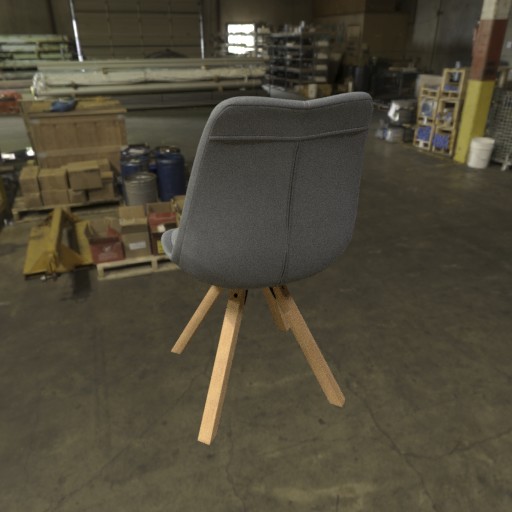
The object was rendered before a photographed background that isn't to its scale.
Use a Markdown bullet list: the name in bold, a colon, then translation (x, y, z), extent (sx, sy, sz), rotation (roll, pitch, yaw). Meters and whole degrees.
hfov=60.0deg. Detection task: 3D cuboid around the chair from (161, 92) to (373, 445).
- **chair**: translation (0.000, 0.000, 1.180), extent (0.474, 0.863, 0.549), rotation (-9, 27, -17)
